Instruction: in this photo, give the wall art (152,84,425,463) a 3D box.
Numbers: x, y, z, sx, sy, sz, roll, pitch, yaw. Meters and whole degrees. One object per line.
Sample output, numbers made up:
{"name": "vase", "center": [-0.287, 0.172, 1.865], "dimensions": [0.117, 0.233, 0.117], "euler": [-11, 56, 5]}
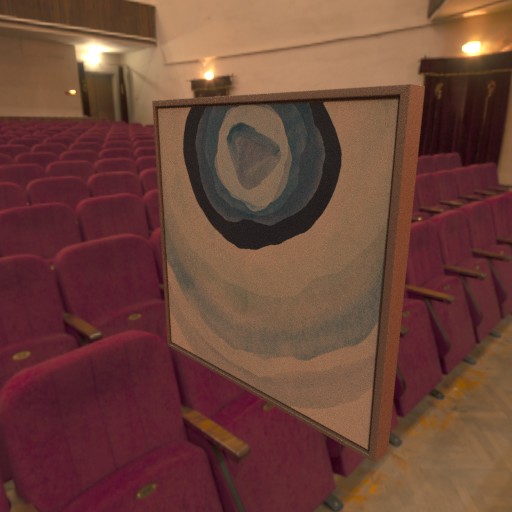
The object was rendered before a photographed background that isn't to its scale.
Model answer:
{"name": "wall art", "center": [0.000, 0.000, 0.510], "dimensions": [0.349, 0.349, 0.028], "euler": [15, 22, 42]}
